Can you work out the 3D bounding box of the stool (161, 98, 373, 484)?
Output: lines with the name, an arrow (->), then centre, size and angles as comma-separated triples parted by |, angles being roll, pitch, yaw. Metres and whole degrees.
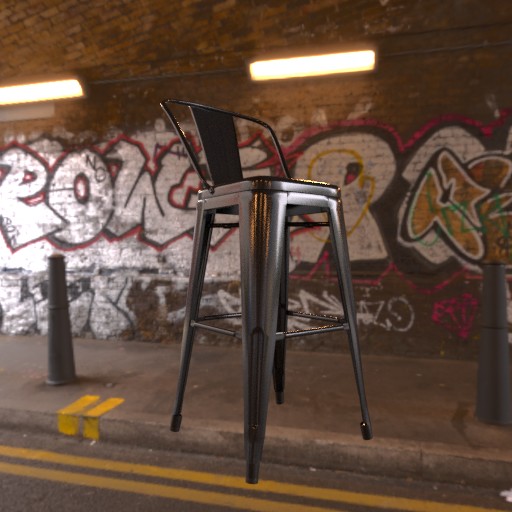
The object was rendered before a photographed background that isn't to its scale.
stool -> 0.000, 0.000, 1.312 | 0.432, 1.022, 0.528 | 0, 0, -37
